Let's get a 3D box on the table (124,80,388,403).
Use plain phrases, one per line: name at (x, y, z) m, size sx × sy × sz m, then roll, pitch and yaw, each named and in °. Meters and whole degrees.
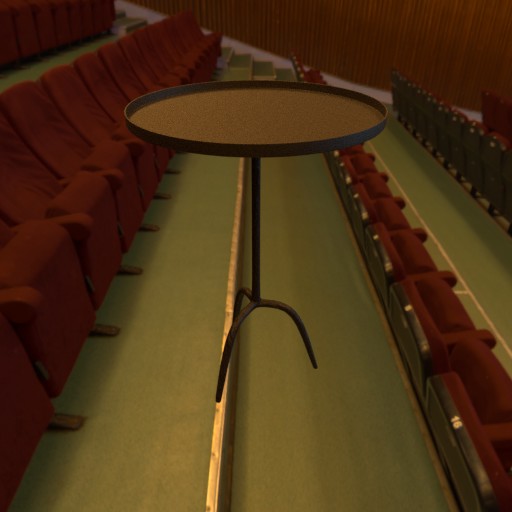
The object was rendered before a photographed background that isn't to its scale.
table at (0.000, 0.000, 1.053) m, size 0.502 × 0.700 × 0.502 m, roll 0°, pitch 32°, yaw 0°
